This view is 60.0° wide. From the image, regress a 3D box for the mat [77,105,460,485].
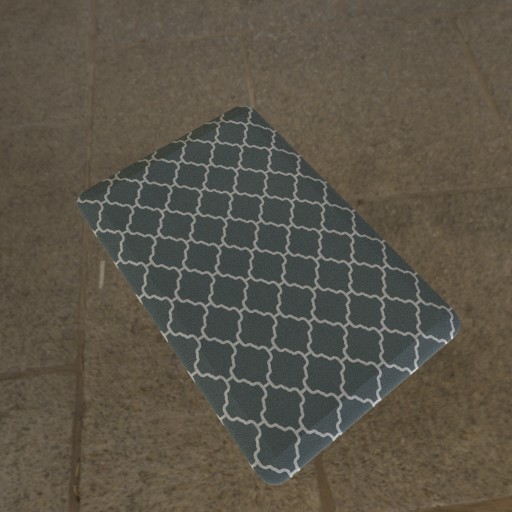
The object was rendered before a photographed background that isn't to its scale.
[{"bbox_3d":[0.000,0.000,0.961,0.508,0.021,0.762,-34,69,-15],"label":"mat"}]
